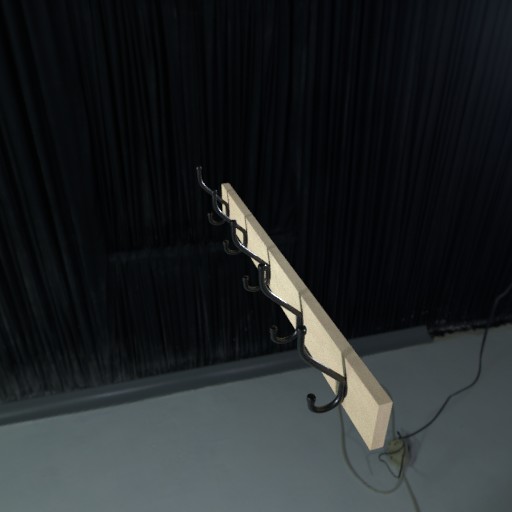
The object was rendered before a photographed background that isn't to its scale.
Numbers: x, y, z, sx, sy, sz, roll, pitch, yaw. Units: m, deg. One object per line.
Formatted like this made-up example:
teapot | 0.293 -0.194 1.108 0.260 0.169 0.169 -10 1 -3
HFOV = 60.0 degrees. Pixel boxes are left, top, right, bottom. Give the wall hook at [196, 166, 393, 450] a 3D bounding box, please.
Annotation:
wall hook | 0.000 0.000 0.616 0.071 0.117 0.571 -9 31 -15
